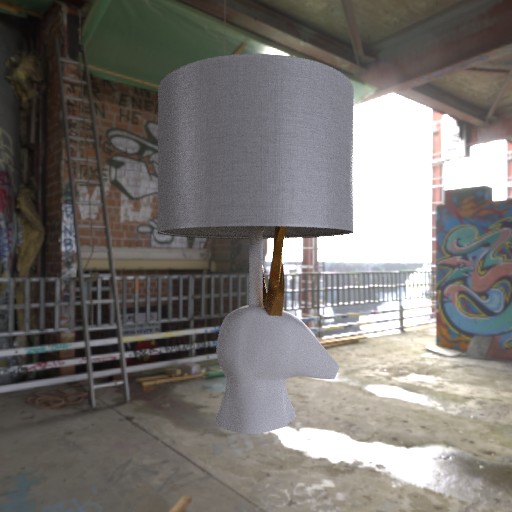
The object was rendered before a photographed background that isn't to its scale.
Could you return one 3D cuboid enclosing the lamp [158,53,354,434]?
[{"bbox_3d":[0.000,0.000,0.688,0.298,0.503,0.298,0,-1,-19],"label":"lamp"}]
